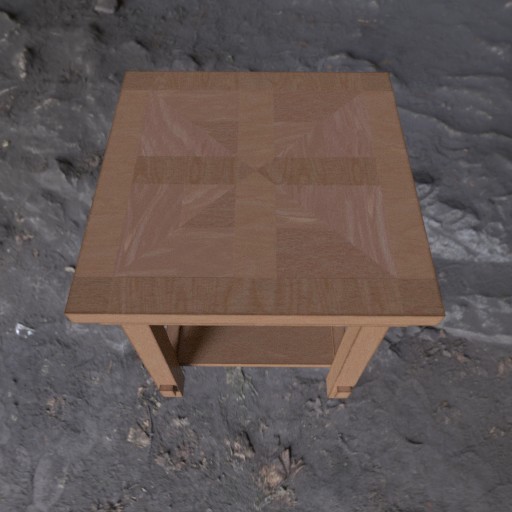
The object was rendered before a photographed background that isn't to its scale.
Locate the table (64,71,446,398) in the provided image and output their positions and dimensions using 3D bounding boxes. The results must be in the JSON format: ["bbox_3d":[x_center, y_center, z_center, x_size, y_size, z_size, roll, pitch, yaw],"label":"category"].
[{"bbox_3d":[0.000,0.000,1.139,0.610,0.638,0.612,0,58,0],"label":"table"}]
